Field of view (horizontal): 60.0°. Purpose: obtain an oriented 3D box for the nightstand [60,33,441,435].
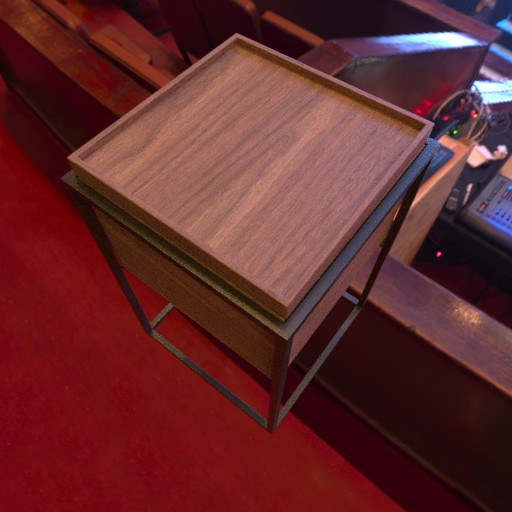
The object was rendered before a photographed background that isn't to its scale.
[{"bbox_3d":[0.000,0.000,0.871,0.397,0.607,0.397,33,64,19],"label":"nightstand"}]
